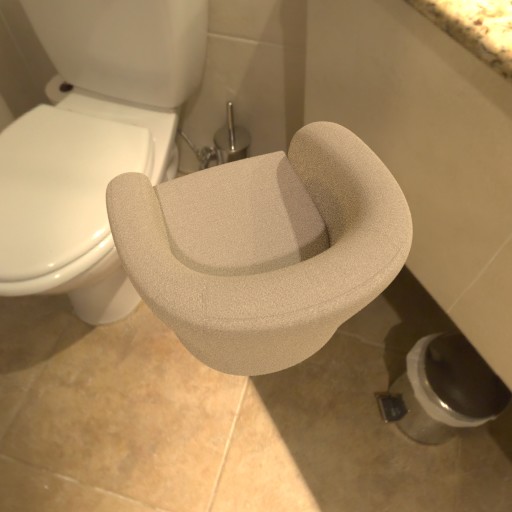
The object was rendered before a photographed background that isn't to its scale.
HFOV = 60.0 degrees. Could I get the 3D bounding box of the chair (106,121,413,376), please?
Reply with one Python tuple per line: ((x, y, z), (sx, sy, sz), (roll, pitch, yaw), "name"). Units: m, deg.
((0.000, 0.000, 1.461), (0.791, 0.771, 0.815), (-18, 60, -11), "chair")
